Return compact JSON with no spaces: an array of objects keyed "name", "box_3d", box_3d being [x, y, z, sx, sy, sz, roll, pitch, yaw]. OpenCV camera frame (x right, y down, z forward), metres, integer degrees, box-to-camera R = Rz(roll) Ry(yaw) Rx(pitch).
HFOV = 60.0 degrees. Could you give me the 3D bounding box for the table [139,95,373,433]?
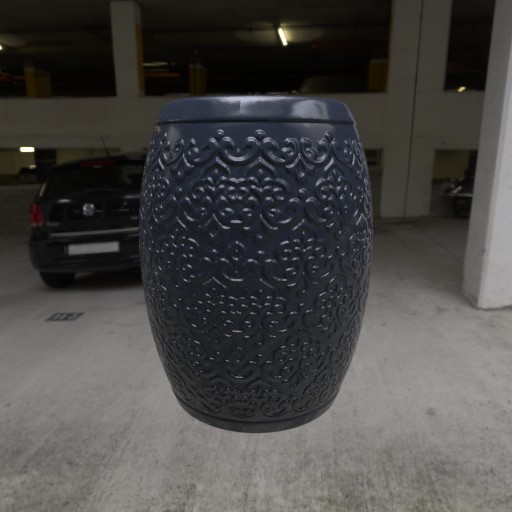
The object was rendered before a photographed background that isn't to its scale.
[{"name":"table","box_3d":[0.000,0.000,0.610,0.309,0.397,0.309,0,14,0]}]
